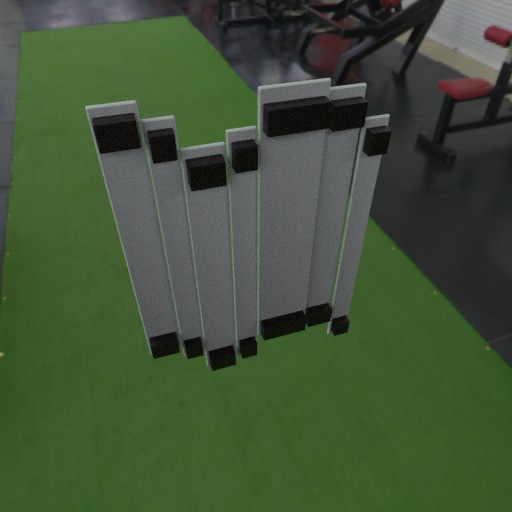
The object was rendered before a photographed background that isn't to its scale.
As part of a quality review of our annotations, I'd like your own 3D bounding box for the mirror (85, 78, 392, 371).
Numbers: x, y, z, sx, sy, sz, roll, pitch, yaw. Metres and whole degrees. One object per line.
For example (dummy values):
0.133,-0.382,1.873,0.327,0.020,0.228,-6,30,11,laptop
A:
0.000,0.000,0.801,0.445,0.611,0.058,-12,43,-13,mirror
